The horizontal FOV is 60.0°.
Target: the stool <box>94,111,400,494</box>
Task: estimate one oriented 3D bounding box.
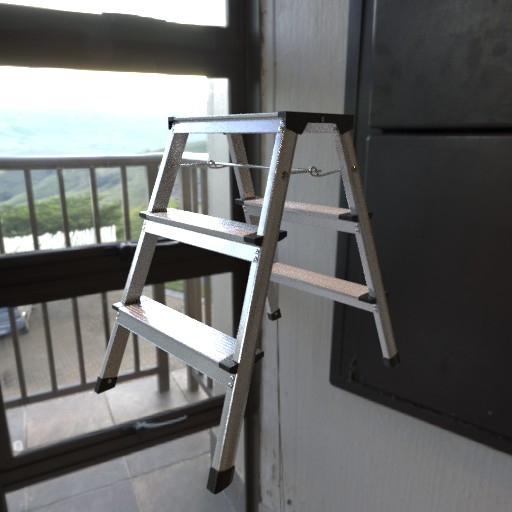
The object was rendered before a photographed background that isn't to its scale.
[{"bbox_3d":[0.000,0.000,1.001,0.622,0.605,0.437,-15,21,-43],"label":"stool"}]
